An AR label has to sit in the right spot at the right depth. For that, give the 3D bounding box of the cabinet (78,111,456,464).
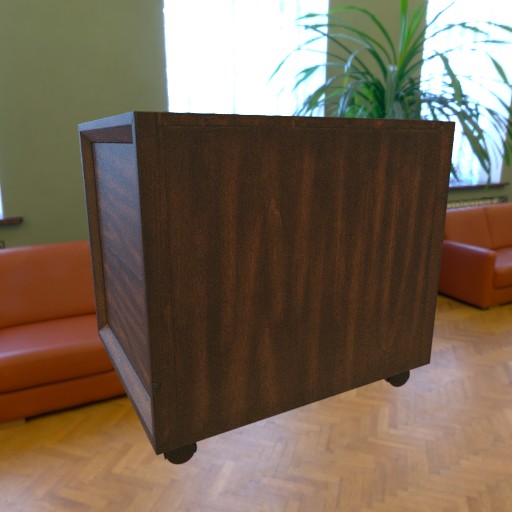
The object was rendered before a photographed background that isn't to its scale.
[{"bbox_3d":[0.000,0.000,0.789,0.500,0.455,0.402,-8,16,-28],"label":"cabinet"}]
